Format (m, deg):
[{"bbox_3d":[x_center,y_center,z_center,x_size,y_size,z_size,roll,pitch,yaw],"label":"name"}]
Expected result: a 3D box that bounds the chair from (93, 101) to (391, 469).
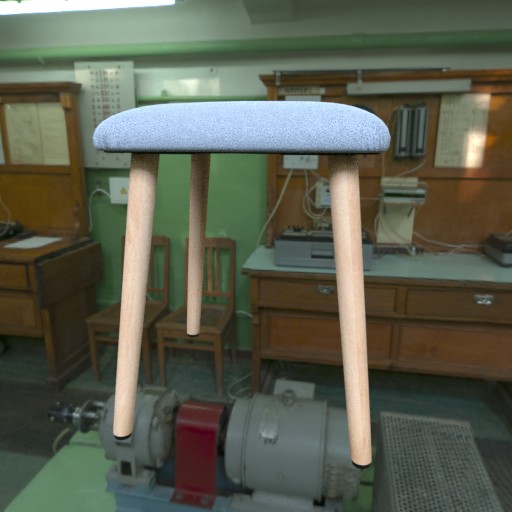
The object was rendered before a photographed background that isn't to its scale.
[{"bbox_3d":[0.000,0.000,0.677,0.350,0.440,0.350,3,15,9],"label":"chair"}]
